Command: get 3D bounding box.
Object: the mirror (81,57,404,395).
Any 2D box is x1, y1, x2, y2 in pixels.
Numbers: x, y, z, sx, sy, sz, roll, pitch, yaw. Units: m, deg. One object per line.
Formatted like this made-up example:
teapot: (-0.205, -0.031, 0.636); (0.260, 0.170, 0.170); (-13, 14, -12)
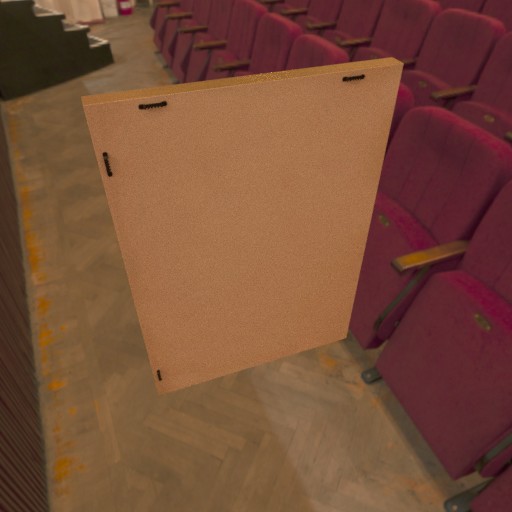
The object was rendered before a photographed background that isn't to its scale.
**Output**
mirror: (0.000, 0.000, 0.905); (0.507, 0.710, 0.039); (-13, 43, -15)
